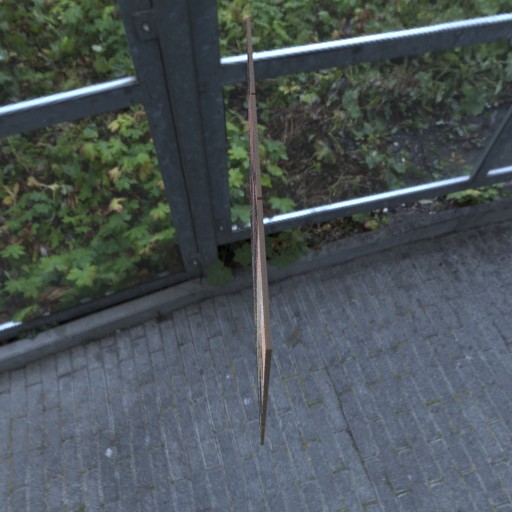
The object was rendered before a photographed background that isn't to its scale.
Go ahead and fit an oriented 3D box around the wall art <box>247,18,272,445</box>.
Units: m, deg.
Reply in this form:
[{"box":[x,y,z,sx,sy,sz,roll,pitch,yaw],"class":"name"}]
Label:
[{"box":[0.000,0.000,1.759,0.013,1.216,1.216,-2,58,-1],"class":"wall art"}]
